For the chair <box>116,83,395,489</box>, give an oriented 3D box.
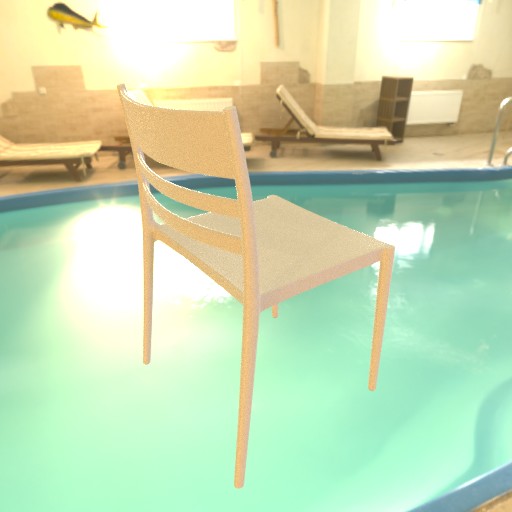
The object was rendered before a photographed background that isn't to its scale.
[{"bbox_3d":[0.000,0.000,1.113,0.511,0.800,0.531,-18,31,-31],"label":"chair"}]
